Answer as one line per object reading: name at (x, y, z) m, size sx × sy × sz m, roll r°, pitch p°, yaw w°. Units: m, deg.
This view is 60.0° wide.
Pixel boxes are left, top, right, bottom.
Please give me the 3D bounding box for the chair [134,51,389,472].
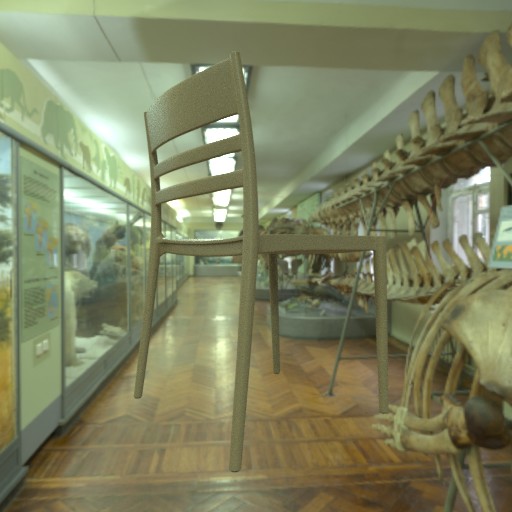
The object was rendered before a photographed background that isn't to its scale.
chair at (0.000, 0.000, 1.172) m, size 0.511 × 0.800 × 0.531 m, roll 0°, pitch 1°, yaw -35°
